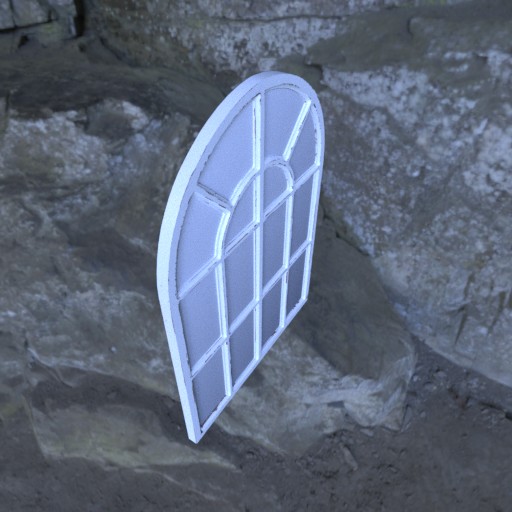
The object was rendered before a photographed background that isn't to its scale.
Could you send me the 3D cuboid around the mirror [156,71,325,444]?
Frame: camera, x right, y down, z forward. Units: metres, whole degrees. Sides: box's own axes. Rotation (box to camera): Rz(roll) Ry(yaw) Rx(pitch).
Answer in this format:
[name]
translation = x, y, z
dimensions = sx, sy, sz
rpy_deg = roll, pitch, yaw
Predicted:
[mirror]
translation = 0.000, 0.000, 1.159
dimensions = 0.032, 0.920, 0.660
rpy_deg = 24, 47, 24
